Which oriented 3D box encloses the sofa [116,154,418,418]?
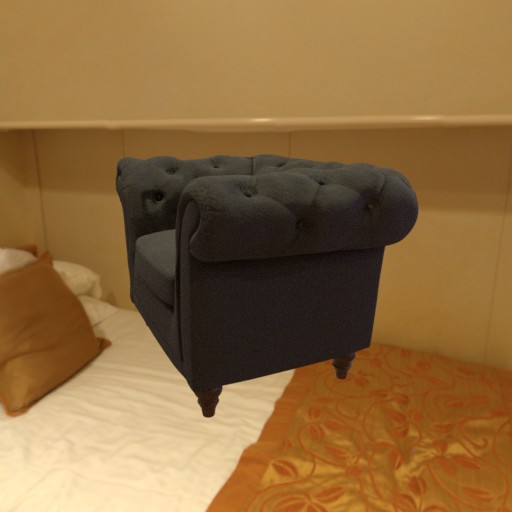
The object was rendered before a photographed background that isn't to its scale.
[{"bbox_3d":[0.000,0.000,2.039,1.032,0.878,1.405,-7,17,-25],"label":"sofa"}]
